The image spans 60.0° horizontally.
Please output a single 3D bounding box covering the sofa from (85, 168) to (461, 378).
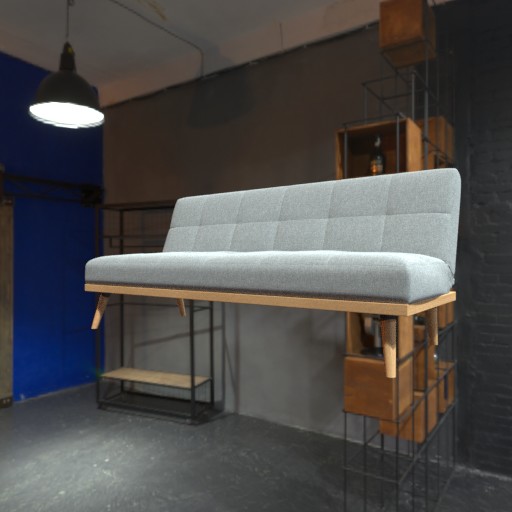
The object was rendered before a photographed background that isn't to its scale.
[{"bbox_3d":[0.000,0.000,2.263,1.820,0.800,0.800,0,0,36],"label":"sofa"}]
